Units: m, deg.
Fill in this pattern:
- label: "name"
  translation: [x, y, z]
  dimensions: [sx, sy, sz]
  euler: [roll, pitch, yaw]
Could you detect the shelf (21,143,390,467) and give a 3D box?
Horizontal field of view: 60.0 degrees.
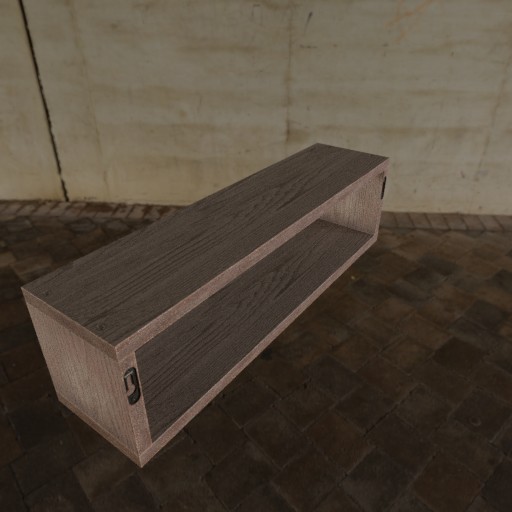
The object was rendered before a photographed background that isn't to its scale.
- label: "shelf"
  translation: [0.000, 0.000, 0.670]
  dimensions: [0.150, 0.170, 0.610]
  euler: [21, 37, 30]
